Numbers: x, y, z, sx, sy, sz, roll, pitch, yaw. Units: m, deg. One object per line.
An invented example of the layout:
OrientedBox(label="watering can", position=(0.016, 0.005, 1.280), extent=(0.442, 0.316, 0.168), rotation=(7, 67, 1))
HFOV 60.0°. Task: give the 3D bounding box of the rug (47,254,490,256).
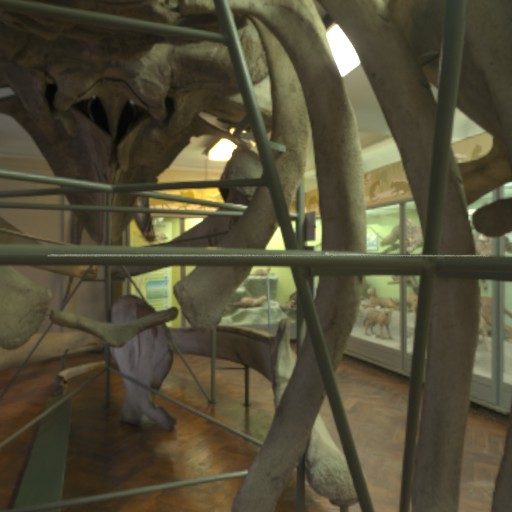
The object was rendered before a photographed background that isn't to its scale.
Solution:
OrientedBox(label="rug", position=(0.000, 0.000, 2.862), extent=(2.284, 0.008, 1.522), rotation=(0, 0, -18))
